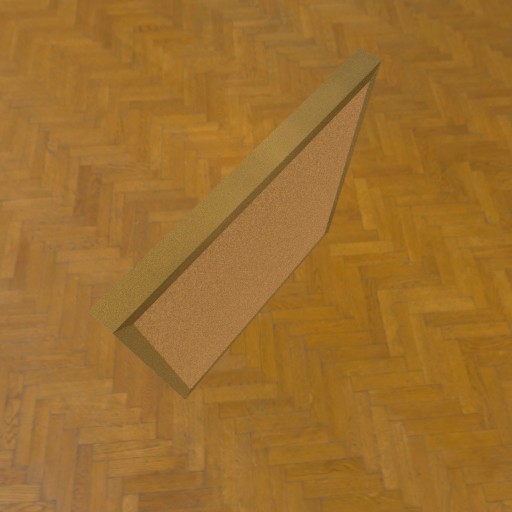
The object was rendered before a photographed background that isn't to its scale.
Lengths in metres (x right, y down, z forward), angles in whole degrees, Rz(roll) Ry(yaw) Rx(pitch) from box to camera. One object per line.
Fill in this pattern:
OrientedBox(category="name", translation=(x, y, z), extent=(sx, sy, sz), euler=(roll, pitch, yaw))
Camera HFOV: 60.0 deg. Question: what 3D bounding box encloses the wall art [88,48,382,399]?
OrientedBox(category="wall art", translation=(0.000, 0.000, 0.772), extent=(0.038, 0.508, 0.507), euler=(37, 70, 16))
